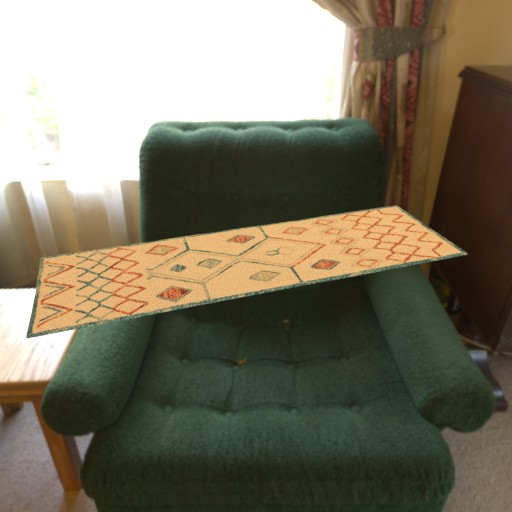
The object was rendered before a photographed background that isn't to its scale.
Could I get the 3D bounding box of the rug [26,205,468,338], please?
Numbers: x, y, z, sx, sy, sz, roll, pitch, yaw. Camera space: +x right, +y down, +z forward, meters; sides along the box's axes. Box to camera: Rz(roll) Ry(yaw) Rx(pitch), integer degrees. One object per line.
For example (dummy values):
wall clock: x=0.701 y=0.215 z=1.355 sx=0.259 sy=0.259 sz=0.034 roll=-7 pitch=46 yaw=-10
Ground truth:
rug: x=0.000 y=0.000 z=2.639 sx=2.435 sy=0.011 sz=0.750 roll=-9 pitch=32 yaw=-16
